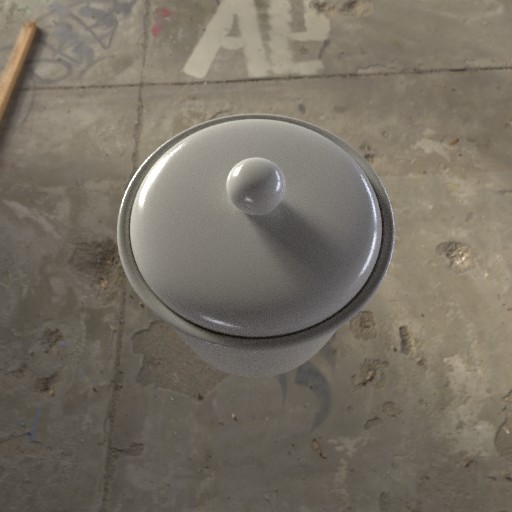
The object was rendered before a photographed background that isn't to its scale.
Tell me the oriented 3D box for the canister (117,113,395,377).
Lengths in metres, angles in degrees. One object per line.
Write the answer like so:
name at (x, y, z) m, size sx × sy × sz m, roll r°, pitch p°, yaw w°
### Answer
canister at (0.000, 0.000, 0.344) m, size 0.182 × 0.208 × 0.182 m, roll 0°, pitch 62°, yaw 0°
